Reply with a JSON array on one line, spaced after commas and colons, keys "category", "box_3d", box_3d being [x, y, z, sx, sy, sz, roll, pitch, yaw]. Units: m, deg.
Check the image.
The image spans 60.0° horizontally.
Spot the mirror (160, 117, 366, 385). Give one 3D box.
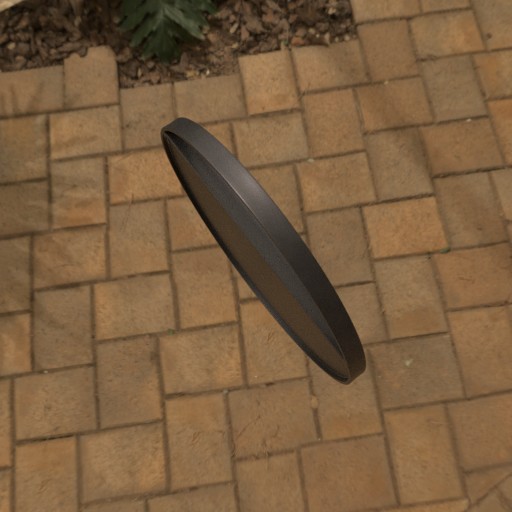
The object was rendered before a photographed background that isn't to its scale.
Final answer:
[{"category": "mirror", "box_3d": [0.000, 0.000, 0.840, 0.032, 0.565, 0.565, -36, 78, -9]}]
